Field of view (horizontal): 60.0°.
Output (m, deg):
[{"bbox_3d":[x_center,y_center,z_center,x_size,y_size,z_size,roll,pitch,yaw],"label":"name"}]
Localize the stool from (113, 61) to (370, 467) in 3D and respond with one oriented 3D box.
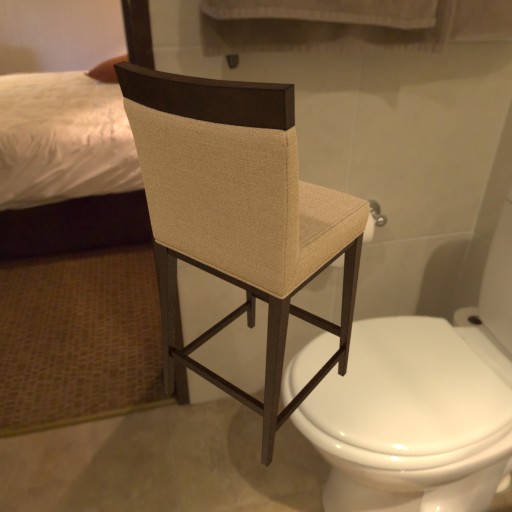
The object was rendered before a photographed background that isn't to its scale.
[{"bbox_3d":[0.000,0.000,1.375,0.511,1.117,0.531,22,37,32],"label":"stool"}]
